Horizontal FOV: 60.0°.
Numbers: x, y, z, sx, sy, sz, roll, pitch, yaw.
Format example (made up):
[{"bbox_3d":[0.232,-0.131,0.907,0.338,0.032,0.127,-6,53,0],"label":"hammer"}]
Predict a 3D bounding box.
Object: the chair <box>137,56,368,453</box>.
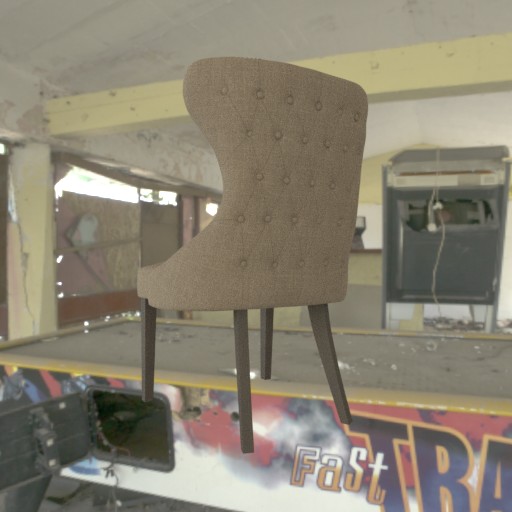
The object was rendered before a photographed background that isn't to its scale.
[{"bbox_3d":[0.000,0.000,1.379,0.628,0.967,0.635,0,0,-34],"label":"chair"}]
